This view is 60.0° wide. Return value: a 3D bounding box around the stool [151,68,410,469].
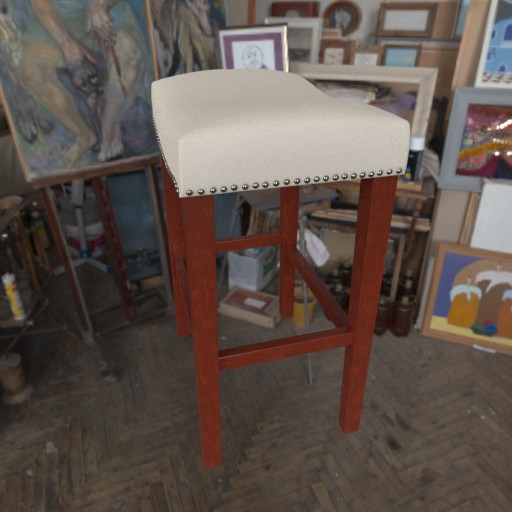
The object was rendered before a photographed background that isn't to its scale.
[{"bbox_3d":[0.000,0.000,1.011,0.372,0.742,0.504,-8,31,-14],"label":"stool"}]
